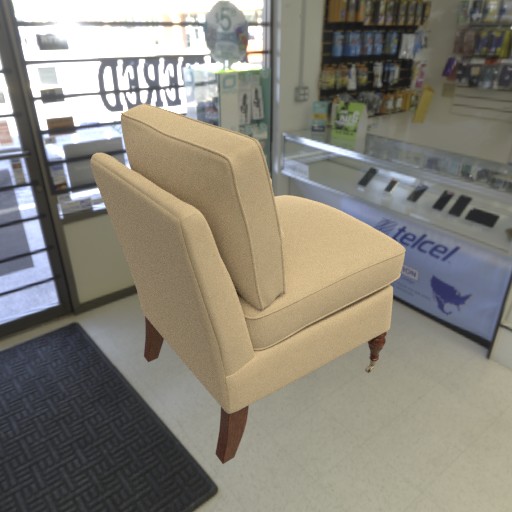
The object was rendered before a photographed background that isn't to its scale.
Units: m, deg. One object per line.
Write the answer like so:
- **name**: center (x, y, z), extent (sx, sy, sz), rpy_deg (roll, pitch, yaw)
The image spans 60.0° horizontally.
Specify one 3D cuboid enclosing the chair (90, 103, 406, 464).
- **chair**: center (0.000, 0.000, 1.655), extent (0.912, 1.052, 0.724), rpy_deg (-18, 32, -31)
